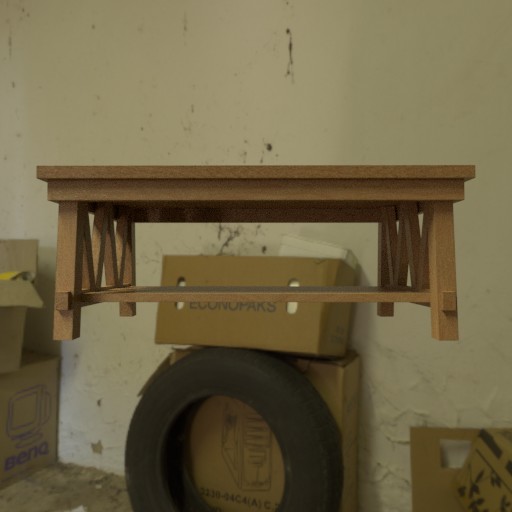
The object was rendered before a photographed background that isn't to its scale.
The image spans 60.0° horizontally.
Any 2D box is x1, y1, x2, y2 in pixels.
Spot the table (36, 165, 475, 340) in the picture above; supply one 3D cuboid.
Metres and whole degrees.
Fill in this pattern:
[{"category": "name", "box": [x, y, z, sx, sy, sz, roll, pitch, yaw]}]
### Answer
[{"category": "table", "box": [0.000, 0.000, 1.631, 1.270, 0.507, 0.711, 0, -1, 0]}]
